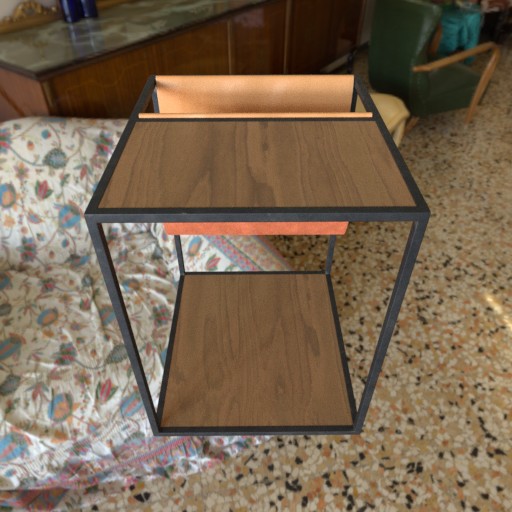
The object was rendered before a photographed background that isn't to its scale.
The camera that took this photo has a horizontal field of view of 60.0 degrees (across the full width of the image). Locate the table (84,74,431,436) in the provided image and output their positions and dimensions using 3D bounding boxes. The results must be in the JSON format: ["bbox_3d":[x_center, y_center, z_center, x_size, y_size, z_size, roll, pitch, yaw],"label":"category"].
[{"bbox_3d":[0.000,0.000,0.851,0.399,0.536,0.450,0,41,0],"label":"table"}]
